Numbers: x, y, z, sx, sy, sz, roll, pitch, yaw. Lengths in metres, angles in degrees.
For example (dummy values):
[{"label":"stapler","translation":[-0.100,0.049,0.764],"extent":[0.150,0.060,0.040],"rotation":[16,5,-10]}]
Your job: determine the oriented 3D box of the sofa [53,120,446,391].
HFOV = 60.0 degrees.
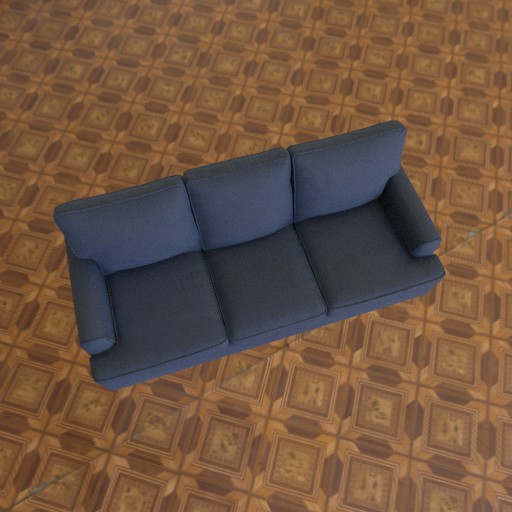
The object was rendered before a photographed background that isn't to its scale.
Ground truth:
[{"label":"sofa","translation":[0.000,0.000,2.701],"extent":[2.158,0.965,0.951],"rotation":[-16,66,-7]}]
